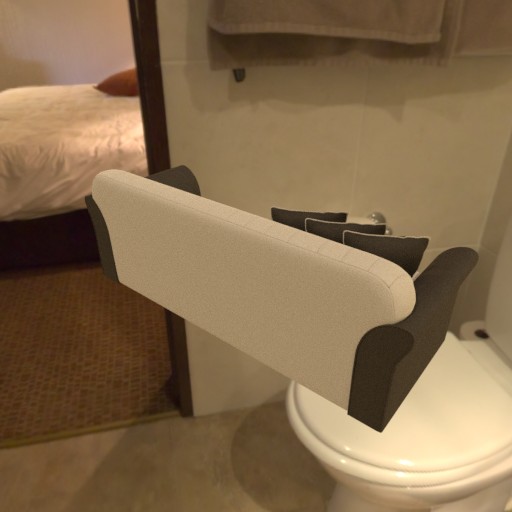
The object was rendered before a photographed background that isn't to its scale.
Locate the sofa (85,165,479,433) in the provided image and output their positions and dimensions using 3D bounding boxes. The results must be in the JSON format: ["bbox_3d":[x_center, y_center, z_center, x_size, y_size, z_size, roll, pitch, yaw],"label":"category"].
[{"bbox_3d":[0.000,0.000,2.401,2.001,0.787,0.755,22,36,33],"label":"sofa"}]
